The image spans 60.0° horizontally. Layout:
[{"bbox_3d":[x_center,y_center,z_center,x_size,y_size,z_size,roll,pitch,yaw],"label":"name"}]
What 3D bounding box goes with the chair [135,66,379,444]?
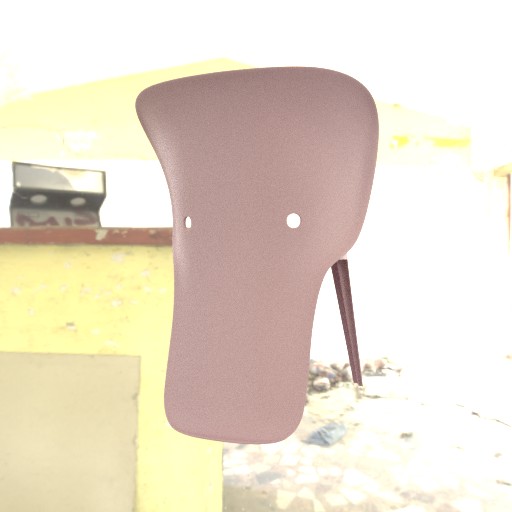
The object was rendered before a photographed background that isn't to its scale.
[{"bbox_3d":[0.000,0.000,0.842,0.451,0.554,0.402,0,0,17],"label":"chair"}]
